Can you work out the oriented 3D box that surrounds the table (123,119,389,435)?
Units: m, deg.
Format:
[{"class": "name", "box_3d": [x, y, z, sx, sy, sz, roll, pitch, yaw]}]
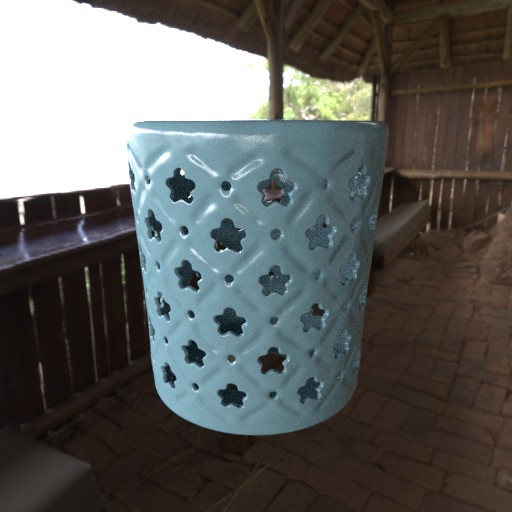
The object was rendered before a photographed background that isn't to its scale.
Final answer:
[{"class": "table", "box_3d": [0.000, 0.000, 0.657, 0.352, 0.387, 0.352, 0, 16, 0]}]
